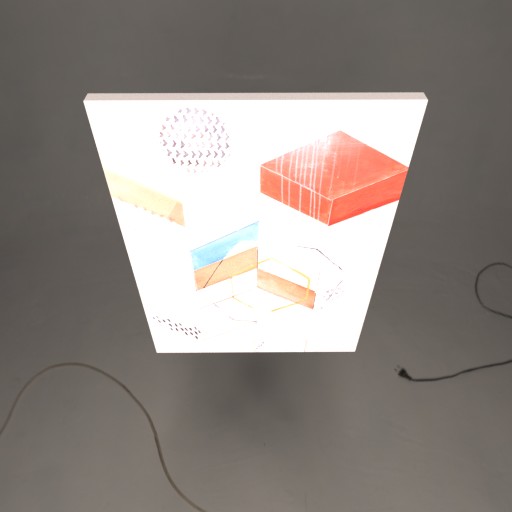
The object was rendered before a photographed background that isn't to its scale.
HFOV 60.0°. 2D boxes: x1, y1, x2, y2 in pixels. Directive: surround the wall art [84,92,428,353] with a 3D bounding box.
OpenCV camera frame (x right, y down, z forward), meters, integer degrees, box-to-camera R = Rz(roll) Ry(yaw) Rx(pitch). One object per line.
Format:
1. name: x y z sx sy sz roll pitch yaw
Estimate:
1. wall art: 0.000 0.000 1.624 0.914 1.221 0.046 0 45 0
